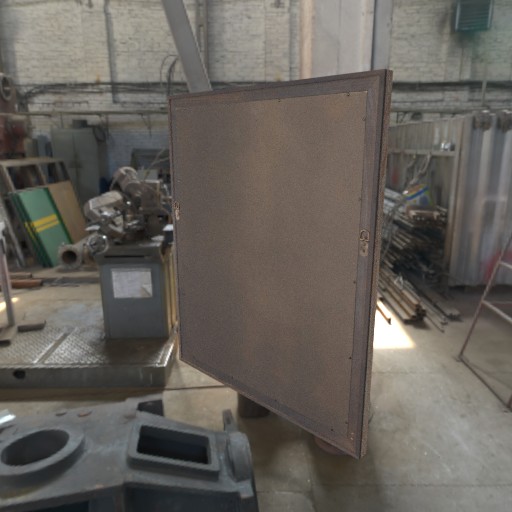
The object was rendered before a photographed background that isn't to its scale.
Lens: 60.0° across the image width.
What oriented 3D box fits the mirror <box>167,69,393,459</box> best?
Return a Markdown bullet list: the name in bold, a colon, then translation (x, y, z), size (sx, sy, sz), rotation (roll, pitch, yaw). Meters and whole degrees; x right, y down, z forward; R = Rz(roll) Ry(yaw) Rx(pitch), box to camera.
- **mirror**: translation (0.000, 0.000, 1.223), size (0.730, 0.882, 0.032), rotation (14, 20, 43)
